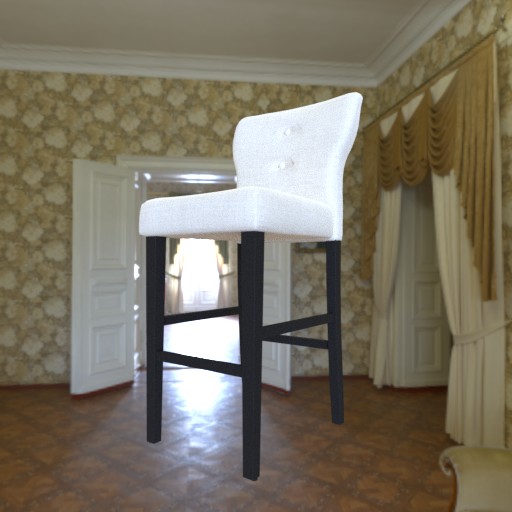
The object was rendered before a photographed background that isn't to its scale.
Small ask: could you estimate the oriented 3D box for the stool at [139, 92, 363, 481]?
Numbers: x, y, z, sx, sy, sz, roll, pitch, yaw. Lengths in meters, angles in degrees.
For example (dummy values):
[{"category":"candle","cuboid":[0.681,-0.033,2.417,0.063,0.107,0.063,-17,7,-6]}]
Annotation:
[{"category":"stool","cuboid":[0.000,0.000,1.441,0.516,1.124,0.603,-1,-1,37]}]
